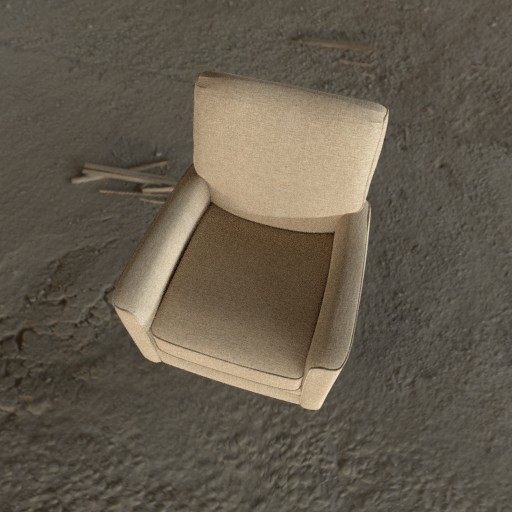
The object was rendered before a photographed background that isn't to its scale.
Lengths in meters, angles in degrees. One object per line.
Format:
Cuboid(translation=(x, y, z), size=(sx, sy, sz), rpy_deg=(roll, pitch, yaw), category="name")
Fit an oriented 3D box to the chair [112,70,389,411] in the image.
Cuboid(translation=(0.000, 0.000, 1.732), size=(0.841, 1.028, 0.858), rpy_deg=(14, 59, 9), category="chair")
